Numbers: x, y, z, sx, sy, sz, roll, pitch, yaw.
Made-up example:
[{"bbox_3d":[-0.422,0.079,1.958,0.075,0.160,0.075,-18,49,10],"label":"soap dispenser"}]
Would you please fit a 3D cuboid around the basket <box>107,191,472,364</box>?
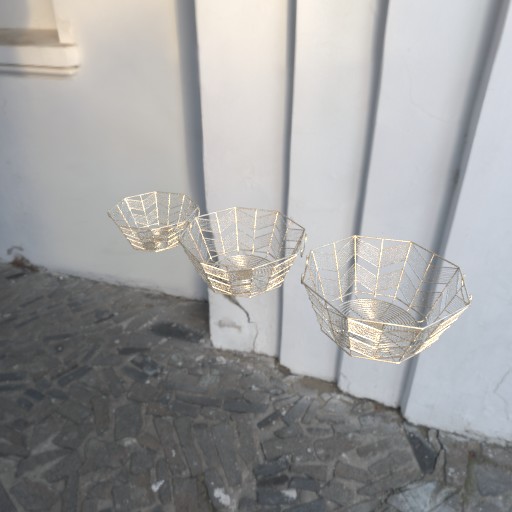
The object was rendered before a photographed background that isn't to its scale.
[{"bbox_3d":[0.000,0.000,1.398,1.246,0.178,0.432,20,37,30],"label":"basket"}]
